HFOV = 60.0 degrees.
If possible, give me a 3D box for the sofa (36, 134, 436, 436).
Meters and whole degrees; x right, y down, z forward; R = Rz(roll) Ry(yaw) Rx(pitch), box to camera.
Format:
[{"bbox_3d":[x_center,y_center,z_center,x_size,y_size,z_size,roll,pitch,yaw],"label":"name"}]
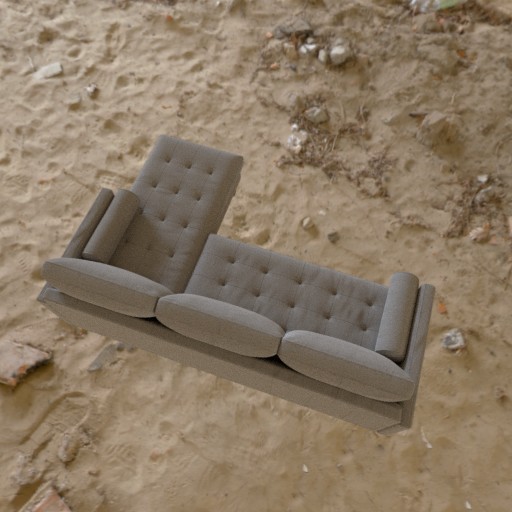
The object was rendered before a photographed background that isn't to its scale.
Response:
[{"bbox_3d":[0.000,0.000,2.848,2.178,0.875,1.506,17,65,8],"label":"sofa"}]
